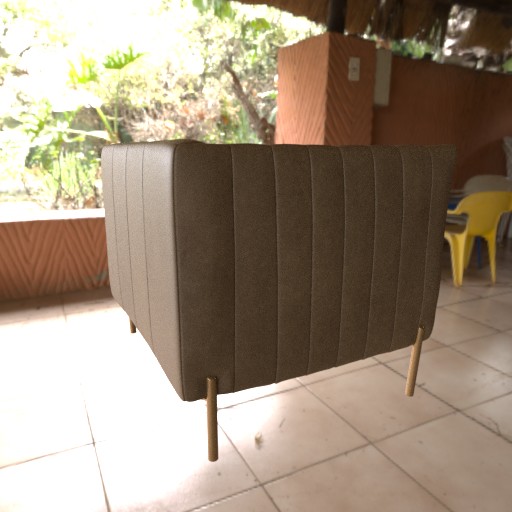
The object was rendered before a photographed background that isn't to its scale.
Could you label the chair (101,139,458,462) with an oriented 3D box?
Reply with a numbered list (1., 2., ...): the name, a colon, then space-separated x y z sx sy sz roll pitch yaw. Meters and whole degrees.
1. chair: 0.000 0.000 1.563 0.876 0.779 0.981 -7 15 -27
